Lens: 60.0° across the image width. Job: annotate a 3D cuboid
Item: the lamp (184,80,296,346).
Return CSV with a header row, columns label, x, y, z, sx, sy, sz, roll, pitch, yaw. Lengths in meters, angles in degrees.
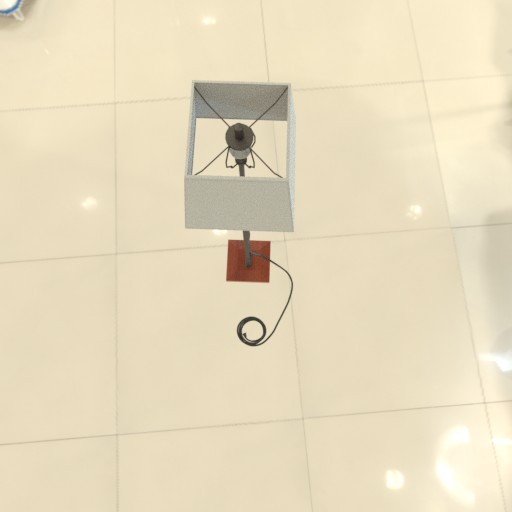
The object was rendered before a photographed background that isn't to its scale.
label,x,y,z,sx,sy,sz,roll,pitch,yaw
lamp,0.000,0.000,2.012,0.472,1.712,0.745,2,76,1
